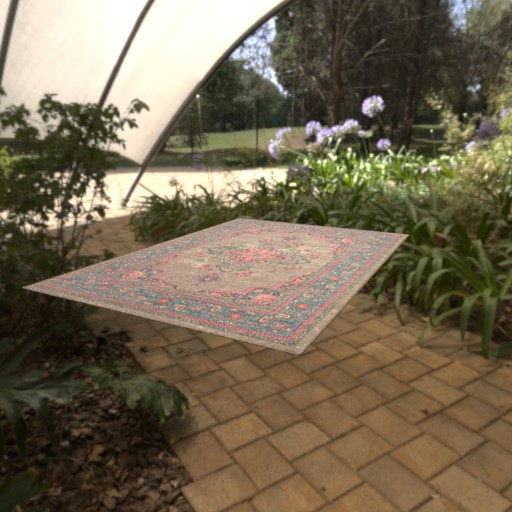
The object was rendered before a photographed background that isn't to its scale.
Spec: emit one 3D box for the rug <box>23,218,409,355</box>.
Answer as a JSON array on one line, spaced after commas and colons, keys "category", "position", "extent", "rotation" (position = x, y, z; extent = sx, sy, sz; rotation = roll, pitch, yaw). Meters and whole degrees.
[{"category": "rug", "position": [0.000, 0.000, 3.735], "extent": [2.005, 0.013, 2.890], "rotation": [8, 17, 27]}]
